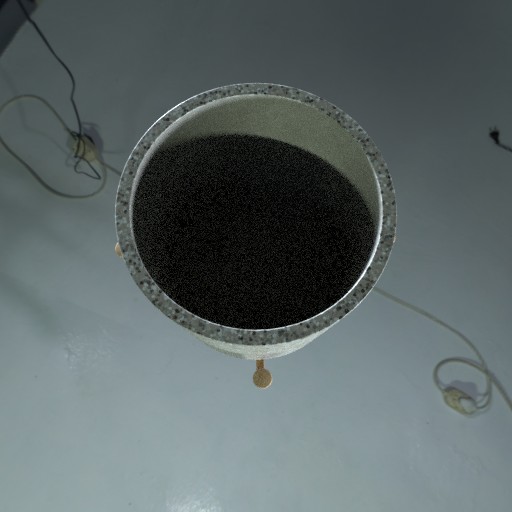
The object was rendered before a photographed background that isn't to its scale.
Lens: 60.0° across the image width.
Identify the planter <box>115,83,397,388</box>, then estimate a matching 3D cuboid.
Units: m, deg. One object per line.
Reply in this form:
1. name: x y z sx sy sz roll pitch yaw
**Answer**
1. planter: 0.000 0.000 0.679 0.360 0.419 0.360 19 75 5
